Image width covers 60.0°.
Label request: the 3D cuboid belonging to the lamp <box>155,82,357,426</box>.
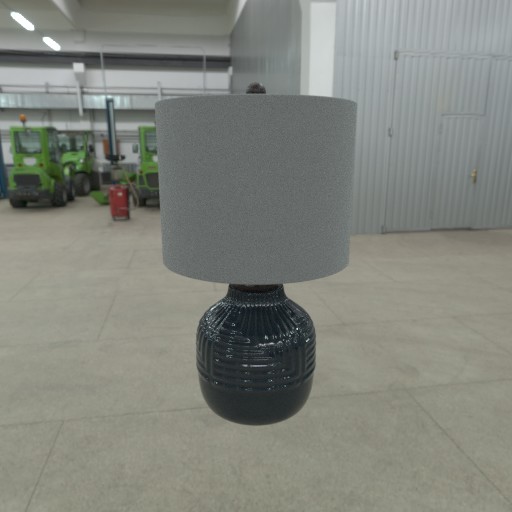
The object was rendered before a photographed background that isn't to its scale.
[{"bbox_3d":[0.000,0.000,0.771,0.318,0.567,0.318,0,14,0],"label":"lamp"}]
